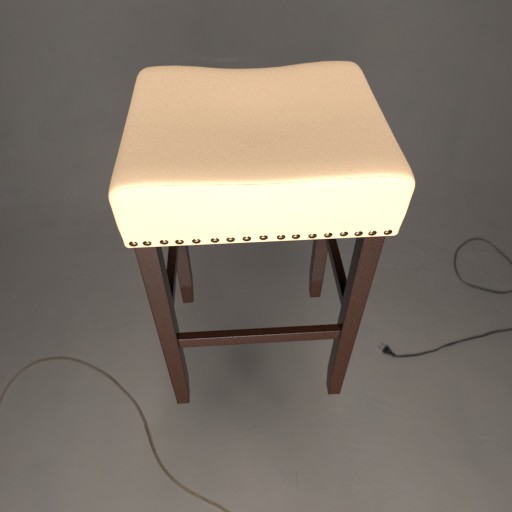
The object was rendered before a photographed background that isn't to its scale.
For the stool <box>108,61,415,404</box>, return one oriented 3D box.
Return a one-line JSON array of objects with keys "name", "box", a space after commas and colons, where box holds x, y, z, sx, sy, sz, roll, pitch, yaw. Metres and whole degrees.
[{"name": "stool", "box": [0.000, 0.000, 1.059, 0.471, 0.762, 0.401, -3, 47, -3]}]
